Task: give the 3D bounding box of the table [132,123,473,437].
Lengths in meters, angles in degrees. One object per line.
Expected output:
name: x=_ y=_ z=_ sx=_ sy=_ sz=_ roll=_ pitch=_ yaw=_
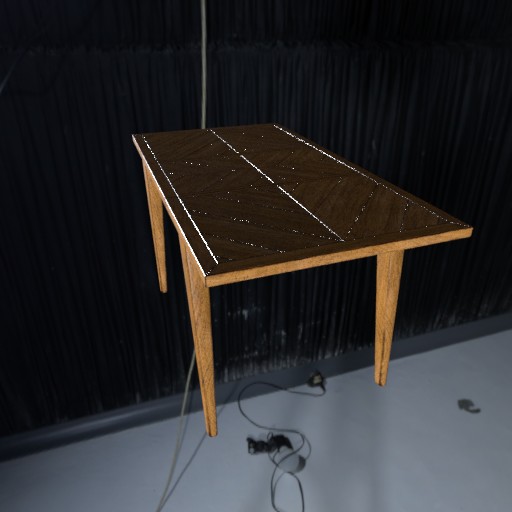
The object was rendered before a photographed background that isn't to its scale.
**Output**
table: x=0.000 y=0.000 z=1.860 sx=0.757 sy=0.760 sz=1.400 roll=-10 pitch=30 yaw=-18
